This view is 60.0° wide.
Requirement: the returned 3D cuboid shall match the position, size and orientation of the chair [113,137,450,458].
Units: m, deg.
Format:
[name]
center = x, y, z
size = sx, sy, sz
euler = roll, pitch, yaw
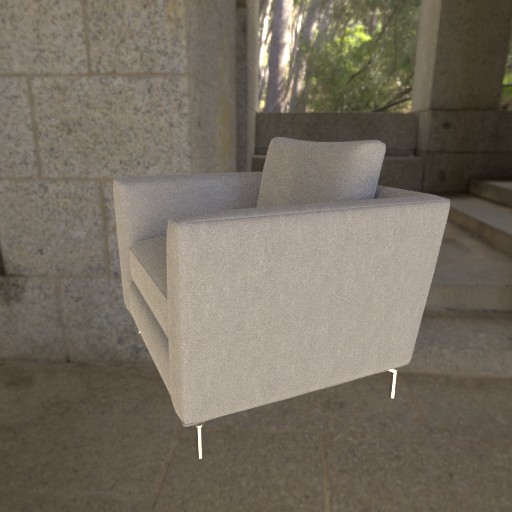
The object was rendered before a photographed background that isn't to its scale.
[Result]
[chair]
center = 0.000, 0.000, 1.689
size = 0.889, 0.864, 1.041
euler = -7, 18, -24
